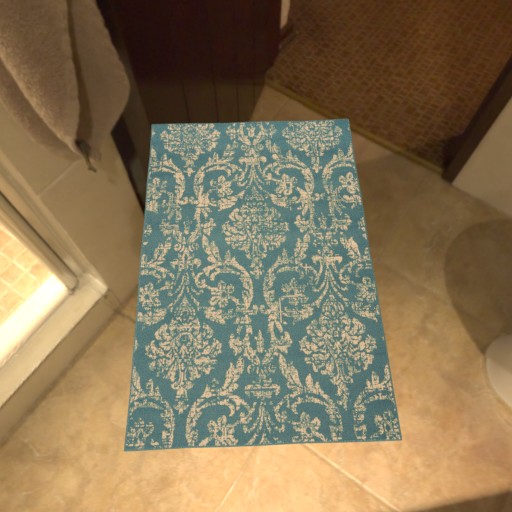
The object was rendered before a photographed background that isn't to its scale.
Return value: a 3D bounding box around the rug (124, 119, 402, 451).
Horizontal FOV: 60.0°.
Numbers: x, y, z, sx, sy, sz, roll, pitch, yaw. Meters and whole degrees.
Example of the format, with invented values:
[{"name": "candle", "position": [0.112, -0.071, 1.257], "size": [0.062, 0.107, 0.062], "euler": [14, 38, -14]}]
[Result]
[{"name": "rug", "position": [0.000, 0.000, 2.322], "size": [1.211, 0.012, 1.833], "euler": [-2, 64, -1]}]
